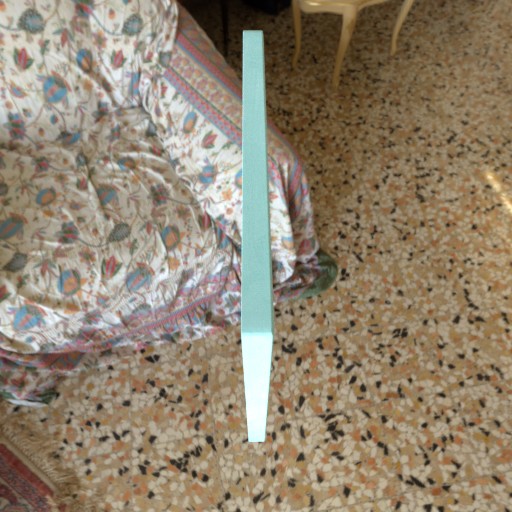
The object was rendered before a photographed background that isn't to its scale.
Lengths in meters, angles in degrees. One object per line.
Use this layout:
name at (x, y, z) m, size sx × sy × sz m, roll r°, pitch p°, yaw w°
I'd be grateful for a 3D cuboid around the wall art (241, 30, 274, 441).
wall art at (0.000, 0.000, 1.149) m, size 0.054 × 0.766 × 0.765 m, roll -1°, pitch 57°, yaw 0°
